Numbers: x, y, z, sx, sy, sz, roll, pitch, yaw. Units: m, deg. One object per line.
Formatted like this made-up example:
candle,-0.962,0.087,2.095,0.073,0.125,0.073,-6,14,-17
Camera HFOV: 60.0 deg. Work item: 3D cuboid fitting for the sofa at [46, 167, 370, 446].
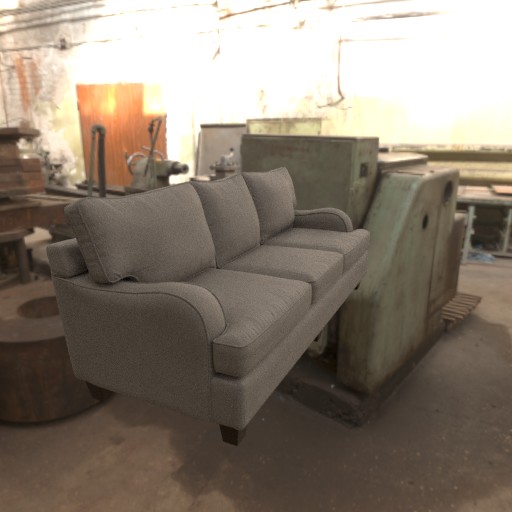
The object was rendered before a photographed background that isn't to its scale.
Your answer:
sofa,0.000,0.000,2.841,1.016,0.991,2.323,7,17,25
